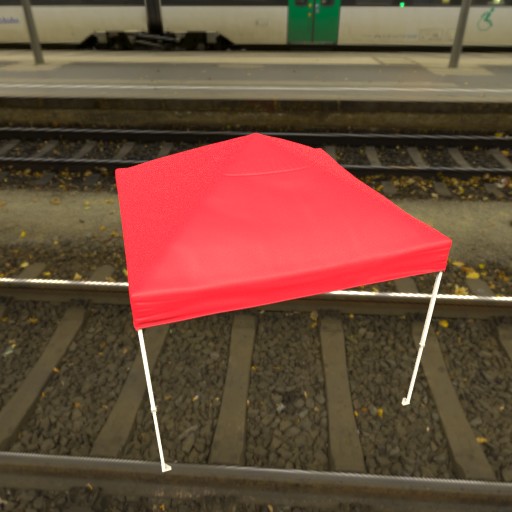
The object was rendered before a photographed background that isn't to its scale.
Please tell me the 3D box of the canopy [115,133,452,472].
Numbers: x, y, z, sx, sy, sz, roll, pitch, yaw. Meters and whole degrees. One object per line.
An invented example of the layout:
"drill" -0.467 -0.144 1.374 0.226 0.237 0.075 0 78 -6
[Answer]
"canopy" 0.000 0.000 5.412 2.998 2.997 2.996 -9 32 -15
